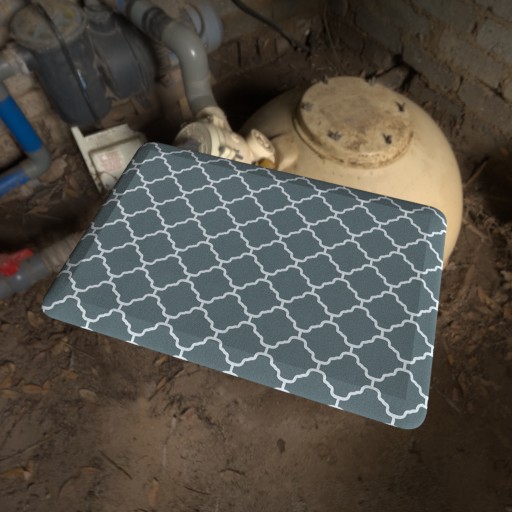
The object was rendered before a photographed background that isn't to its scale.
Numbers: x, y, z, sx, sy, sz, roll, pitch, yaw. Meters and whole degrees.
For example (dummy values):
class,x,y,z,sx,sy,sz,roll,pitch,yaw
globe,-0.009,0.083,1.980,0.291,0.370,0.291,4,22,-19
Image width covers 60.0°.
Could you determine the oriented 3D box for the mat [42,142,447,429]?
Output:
class,x,y,z,sx,sy,sz,roll,pitch,yaw
mat,0.000,0.000,0.940,0.762,0.021,0.508,15,59,9
